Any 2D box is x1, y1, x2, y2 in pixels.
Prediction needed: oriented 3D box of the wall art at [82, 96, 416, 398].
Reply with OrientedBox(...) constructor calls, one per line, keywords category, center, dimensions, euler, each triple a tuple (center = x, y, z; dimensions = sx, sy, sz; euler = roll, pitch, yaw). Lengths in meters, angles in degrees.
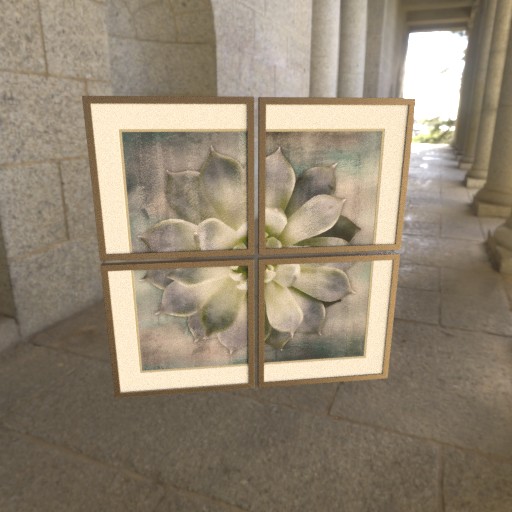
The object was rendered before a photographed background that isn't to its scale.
OrientedBox(category="wall art", center=(0.000, 0.000, 1.527), dimensions=(1.032, 1.032, 0.030), euler=(-2, 18, -7))
